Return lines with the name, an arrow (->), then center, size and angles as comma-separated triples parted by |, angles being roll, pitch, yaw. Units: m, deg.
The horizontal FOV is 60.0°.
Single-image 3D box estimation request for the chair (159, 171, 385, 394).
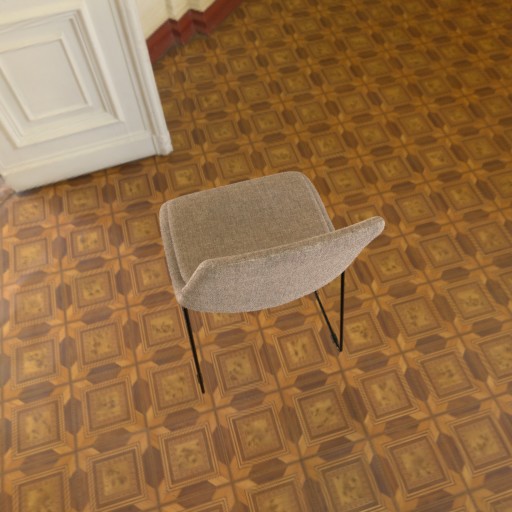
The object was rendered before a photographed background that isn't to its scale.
chair -> 0.000, 0.000, 1.163 | 0.479, 0.858, 0.518 | -15, 60, -9
